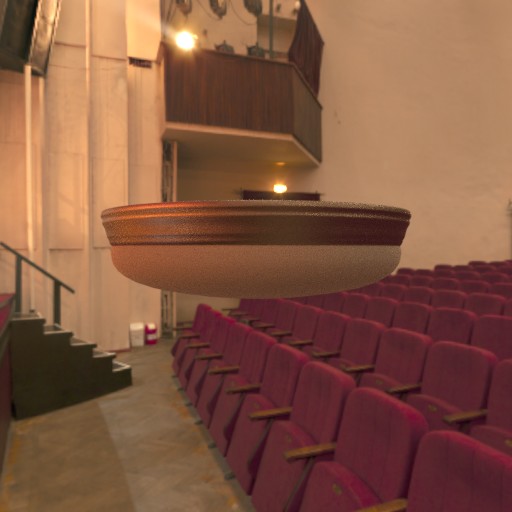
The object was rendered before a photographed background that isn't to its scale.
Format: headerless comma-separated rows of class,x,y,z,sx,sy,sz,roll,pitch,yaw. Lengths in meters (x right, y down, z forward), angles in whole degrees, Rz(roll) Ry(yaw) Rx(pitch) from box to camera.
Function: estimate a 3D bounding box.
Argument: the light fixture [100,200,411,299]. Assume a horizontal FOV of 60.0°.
light fixture,0.000,0.000,0.556,0.368,0.100,0.368,0,1,0
